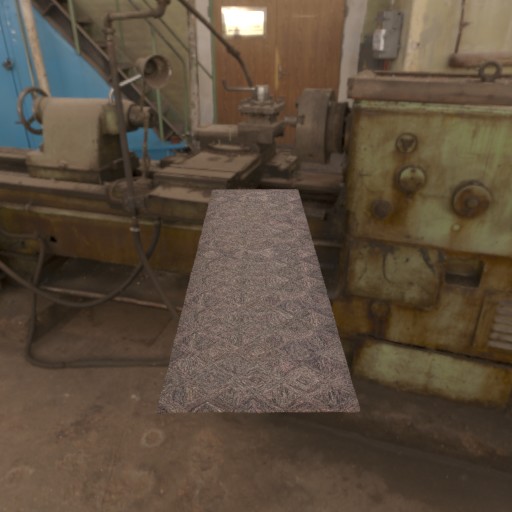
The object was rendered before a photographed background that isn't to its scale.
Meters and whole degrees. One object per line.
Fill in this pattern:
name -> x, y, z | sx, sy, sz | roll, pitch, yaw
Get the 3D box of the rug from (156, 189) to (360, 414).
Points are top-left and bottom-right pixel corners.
rug -> 0.000, 0.000, 2.508 | 0.691, 0.011, 2.296 | 0, 27, 0
